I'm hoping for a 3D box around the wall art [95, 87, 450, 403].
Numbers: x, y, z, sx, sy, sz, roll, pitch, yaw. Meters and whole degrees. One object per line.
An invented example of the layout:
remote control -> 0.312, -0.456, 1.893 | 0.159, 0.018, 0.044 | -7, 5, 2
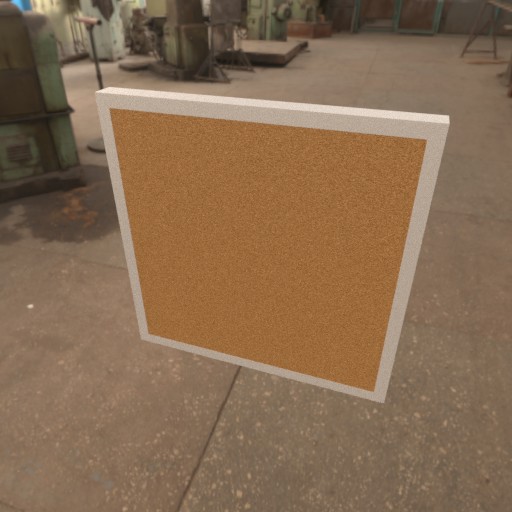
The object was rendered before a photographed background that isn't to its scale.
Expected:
wall art -> 0.000, 0.000, 0.756 | 0.507, 0.508, 0.038 | 11, 34, 16
